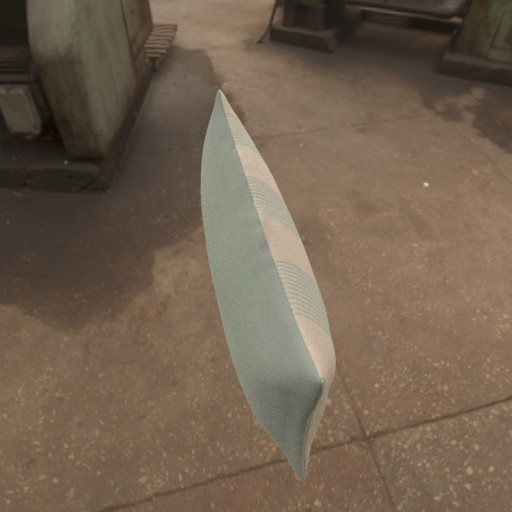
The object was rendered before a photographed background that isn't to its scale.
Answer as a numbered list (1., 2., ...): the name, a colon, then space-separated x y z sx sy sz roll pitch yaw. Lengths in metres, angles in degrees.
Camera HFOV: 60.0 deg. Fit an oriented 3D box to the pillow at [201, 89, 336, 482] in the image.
1. pillow: 0.000 0.000 0.715 0.151 0.287 0.610 -9 47 -8
